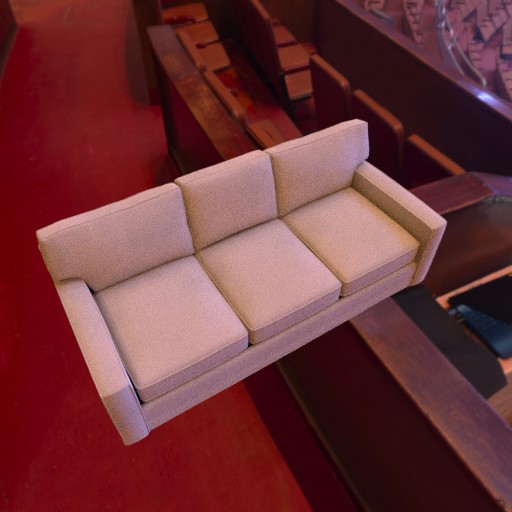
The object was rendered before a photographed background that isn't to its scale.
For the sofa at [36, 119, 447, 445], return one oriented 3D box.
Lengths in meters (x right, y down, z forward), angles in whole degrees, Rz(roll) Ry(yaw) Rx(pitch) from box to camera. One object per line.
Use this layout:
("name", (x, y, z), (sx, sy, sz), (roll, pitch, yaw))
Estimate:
("sofa", (0.000, 0.000, 2.566), (2.088, 0.862, 0.935), (-24, 51, -21))
